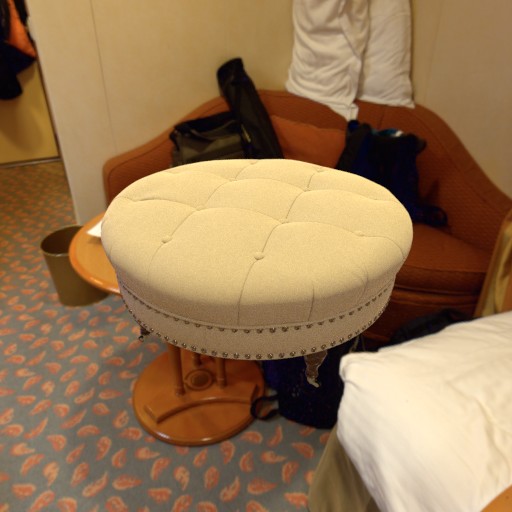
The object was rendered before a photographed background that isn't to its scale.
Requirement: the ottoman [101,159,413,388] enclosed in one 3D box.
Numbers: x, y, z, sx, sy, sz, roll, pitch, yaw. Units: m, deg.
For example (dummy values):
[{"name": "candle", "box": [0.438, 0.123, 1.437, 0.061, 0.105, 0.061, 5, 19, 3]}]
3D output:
[{"name": "ottoman", "box": [0.000, 0.000, 1.404, 0.901, 0.439, 0.901, 0, 30, 0]}]
